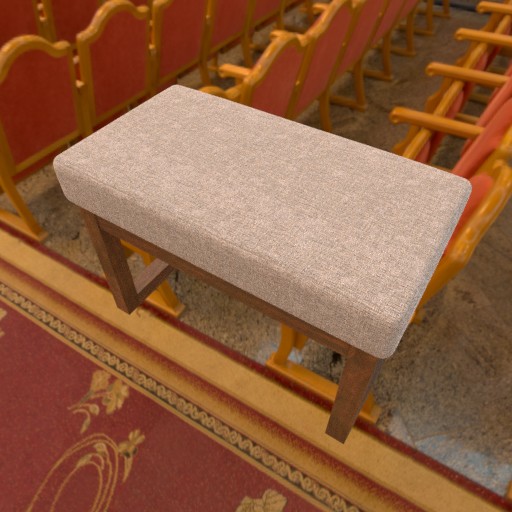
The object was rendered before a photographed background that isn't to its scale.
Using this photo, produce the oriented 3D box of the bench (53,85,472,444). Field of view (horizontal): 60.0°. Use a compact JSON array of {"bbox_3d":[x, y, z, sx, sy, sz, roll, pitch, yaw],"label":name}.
[{"bbox_3d":[0.000,0.000,0.956,0.681,0.467,0.366,25,52,22],"label":"bench"}]
